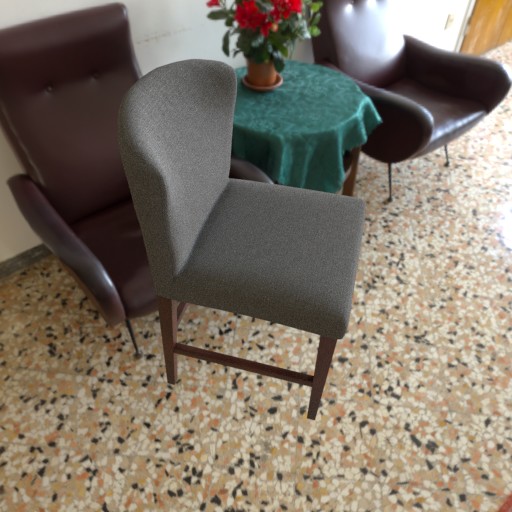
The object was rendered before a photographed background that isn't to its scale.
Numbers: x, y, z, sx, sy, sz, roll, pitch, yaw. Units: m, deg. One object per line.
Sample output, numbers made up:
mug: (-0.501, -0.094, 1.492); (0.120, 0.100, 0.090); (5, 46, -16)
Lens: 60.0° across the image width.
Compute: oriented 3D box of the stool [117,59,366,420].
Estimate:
stool: (0.000, 0.000, 1.278); (0.568, 0.968, 0.479); (11, 47, 10)
